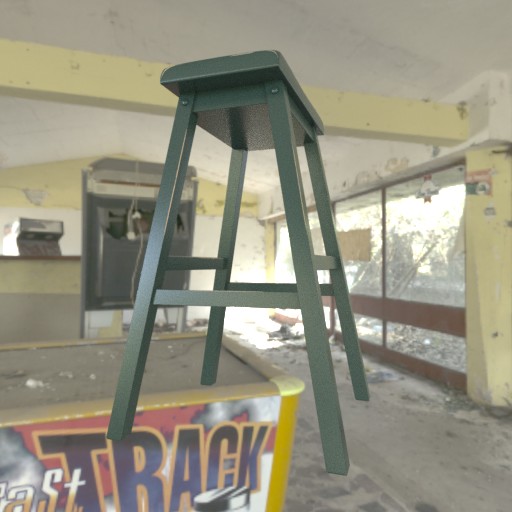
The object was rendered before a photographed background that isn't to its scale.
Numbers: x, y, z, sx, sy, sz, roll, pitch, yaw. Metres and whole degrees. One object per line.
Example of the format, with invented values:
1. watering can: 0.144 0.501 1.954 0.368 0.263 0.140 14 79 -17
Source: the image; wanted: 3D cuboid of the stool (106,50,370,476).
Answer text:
1. stool: 0.000 0.000 1.031 0.476 0.737 0.457 0 -1 19
